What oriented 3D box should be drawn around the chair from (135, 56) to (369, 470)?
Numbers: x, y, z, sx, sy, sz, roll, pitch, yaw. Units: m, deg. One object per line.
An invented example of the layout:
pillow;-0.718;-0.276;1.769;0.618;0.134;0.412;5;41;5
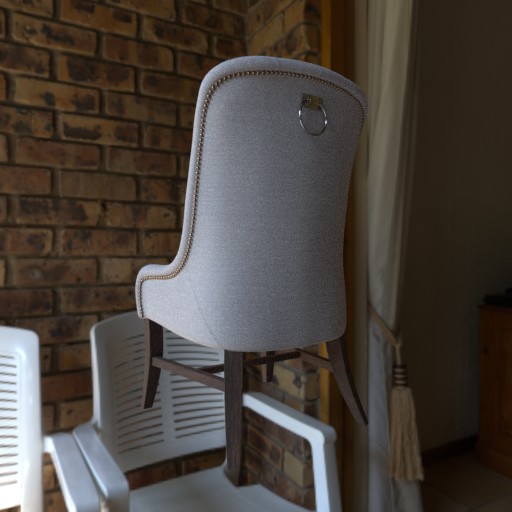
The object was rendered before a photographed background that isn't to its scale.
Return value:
chair;0.000;0.000;1.497;0.634;1.091;0.629;-1;1;-35
